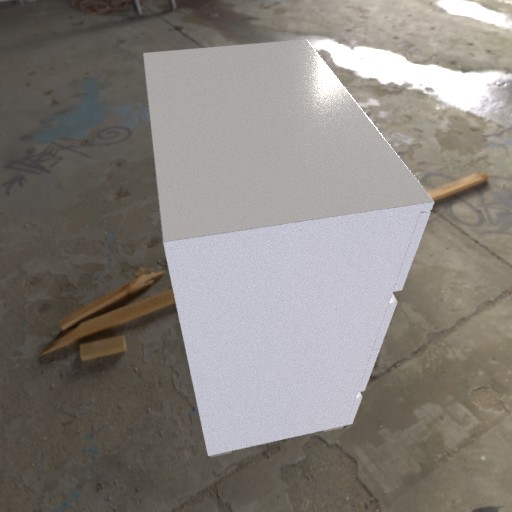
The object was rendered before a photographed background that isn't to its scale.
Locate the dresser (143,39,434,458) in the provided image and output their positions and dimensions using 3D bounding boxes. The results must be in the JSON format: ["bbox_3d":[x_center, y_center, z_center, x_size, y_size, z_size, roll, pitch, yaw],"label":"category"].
[{"bbox_3d":[0.000,0.000,1.135,0.400,0.800,0.650,-9,47,-9],"label":"dresser"}]
